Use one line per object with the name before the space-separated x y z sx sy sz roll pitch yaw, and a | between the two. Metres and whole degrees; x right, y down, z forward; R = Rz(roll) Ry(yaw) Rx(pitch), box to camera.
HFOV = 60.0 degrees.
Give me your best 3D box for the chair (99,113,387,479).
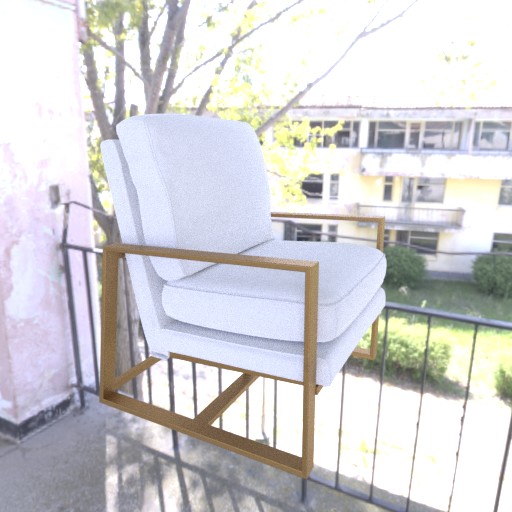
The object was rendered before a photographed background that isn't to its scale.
chair | 0.000 0.000 1.577 0.813 0.966 0.805 8 17 27
